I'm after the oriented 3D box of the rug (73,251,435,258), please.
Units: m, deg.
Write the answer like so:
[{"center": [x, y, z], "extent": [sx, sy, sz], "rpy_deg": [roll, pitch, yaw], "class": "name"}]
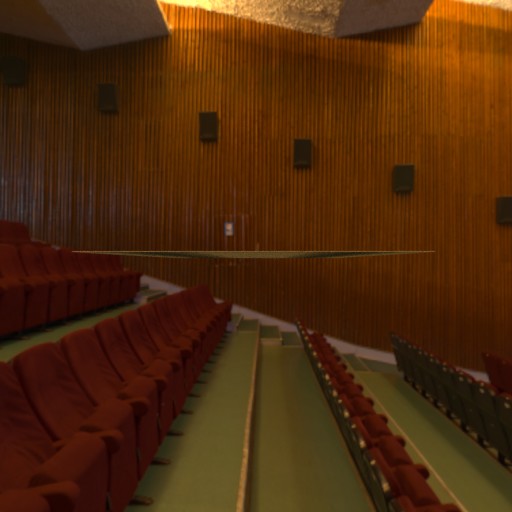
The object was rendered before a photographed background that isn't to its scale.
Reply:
[{"center": [0.000, 0.000, 3.069], "extent": [1.519, 0.003, 2.453], "rpy_deg": [0, -1, 1], "class": "rug"}]
